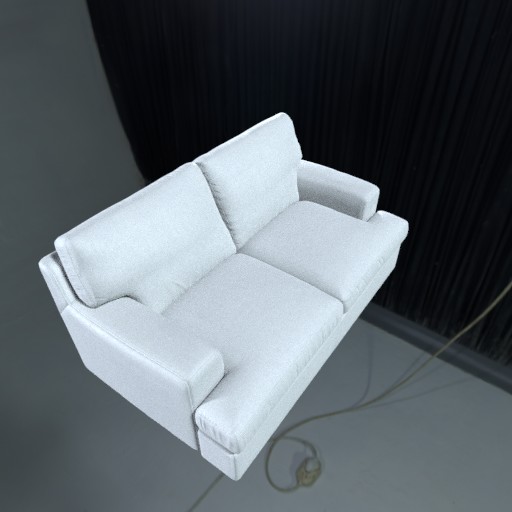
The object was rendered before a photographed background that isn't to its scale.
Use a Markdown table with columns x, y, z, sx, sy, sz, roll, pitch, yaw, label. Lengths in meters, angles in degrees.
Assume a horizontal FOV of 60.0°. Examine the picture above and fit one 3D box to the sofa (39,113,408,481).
| x | y | z | sx | sy | sz | roll | pitch | yaw | label |
| --- | --- | --- | --- | --- | --- | --- | --- | --- | --- |
| 0.000 | 0.000 | 2.482 | 1.143 | 0.940 | 1.880 | 25 | 45 | 27 | sofa |
